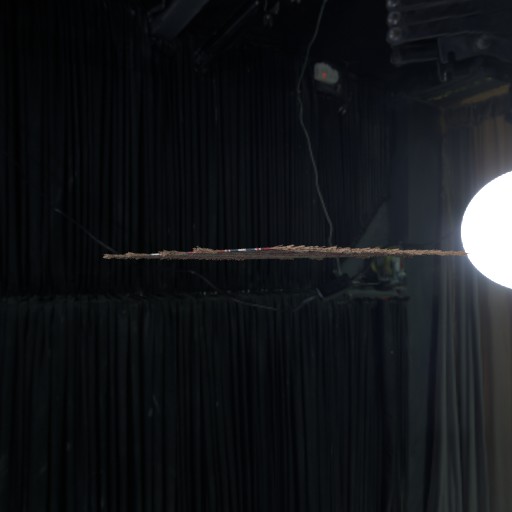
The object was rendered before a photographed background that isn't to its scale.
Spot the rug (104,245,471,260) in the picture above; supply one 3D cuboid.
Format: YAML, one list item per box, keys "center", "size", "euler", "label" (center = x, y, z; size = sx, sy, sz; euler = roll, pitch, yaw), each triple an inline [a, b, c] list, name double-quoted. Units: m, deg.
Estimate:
- center: [0.000, 0.000, 2.682]
  size: [1.469, 0.040, 2.025]
  euler: [1, -2, -36]
  label: "rug"
